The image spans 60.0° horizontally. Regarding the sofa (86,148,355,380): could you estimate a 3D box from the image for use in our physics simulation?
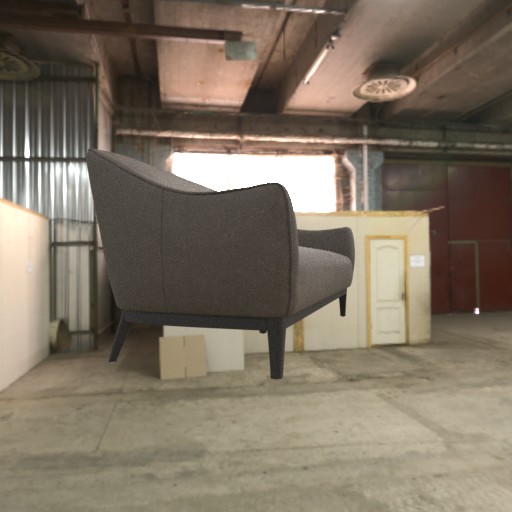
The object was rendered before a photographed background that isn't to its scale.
[{"bbox_3d":[0.000,0.000,2.381,0.869,0.831,1.928,0,-1,18],"label":"sofa"}]
